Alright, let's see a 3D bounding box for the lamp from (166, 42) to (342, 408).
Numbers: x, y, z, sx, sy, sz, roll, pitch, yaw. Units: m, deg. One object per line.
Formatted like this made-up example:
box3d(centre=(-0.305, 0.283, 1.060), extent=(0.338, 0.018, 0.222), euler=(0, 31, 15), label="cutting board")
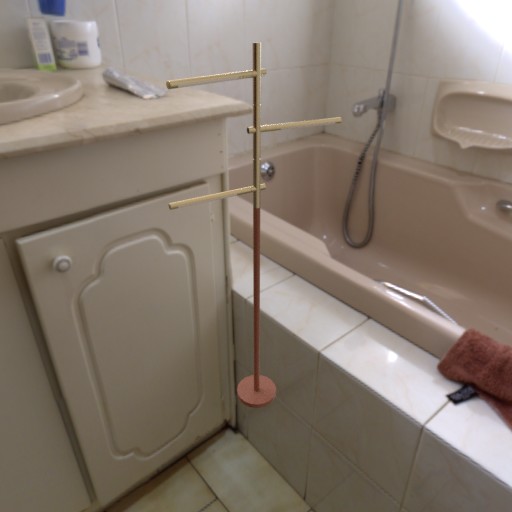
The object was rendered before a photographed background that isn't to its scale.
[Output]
box3d(centre=(0.000, 0.000, 1.958), extent=(0.737, 1.704, 0.209), euler=(-21, 36, -32), label="lamp")
